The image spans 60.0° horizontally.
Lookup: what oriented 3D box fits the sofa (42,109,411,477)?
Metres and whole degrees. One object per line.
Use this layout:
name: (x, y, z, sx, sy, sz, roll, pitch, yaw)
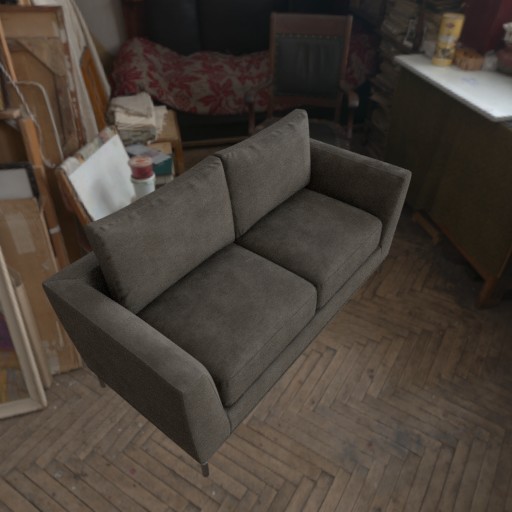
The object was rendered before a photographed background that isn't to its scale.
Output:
sofa: (0.000, 0.000, 2.328, 0.855, 1.013, 1.832, 27, 48, 28)
